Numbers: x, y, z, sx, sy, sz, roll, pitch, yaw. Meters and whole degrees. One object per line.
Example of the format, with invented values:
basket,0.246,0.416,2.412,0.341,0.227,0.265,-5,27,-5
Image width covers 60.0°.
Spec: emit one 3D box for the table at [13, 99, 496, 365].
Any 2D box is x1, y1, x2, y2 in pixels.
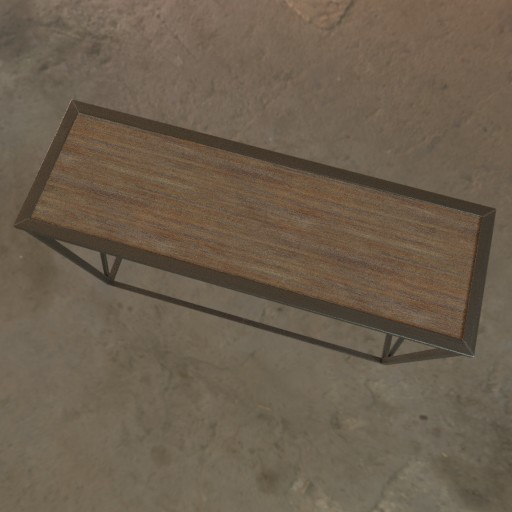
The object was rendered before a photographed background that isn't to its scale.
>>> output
table,0.000,0.000,1.533,1.216,0.753,0.402,16,75,4
